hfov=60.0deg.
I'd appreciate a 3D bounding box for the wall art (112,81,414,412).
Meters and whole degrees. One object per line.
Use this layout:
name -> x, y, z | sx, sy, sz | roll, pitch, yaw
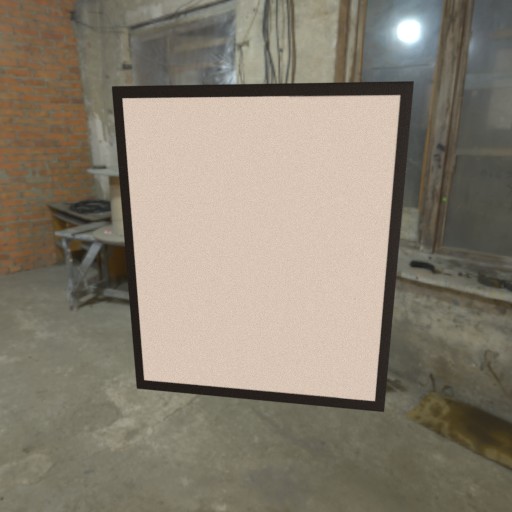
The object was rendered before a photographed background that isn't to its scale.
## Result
wall art -> 0.000, 0.000, 0.703 | 0.430, 0.509, 0.021 | 3, 16, 9
